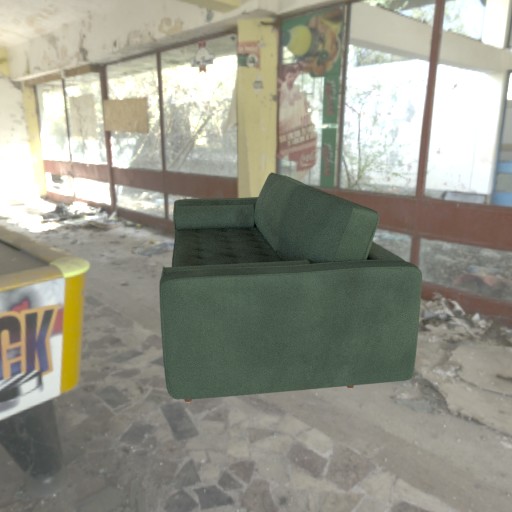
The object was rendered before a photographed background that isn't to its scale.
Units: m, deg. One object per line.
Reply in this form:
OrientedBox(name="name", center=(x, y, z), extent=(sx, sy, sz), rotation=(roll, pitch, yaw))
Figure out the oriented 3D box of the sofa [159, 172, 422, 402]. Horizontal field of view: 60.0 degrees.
OrientedBox(name="sofa", center=(0.000, 0.000, 2.398), extent=(0.916, 0.772, 1.880), rotation=(-2, 15, -8))
